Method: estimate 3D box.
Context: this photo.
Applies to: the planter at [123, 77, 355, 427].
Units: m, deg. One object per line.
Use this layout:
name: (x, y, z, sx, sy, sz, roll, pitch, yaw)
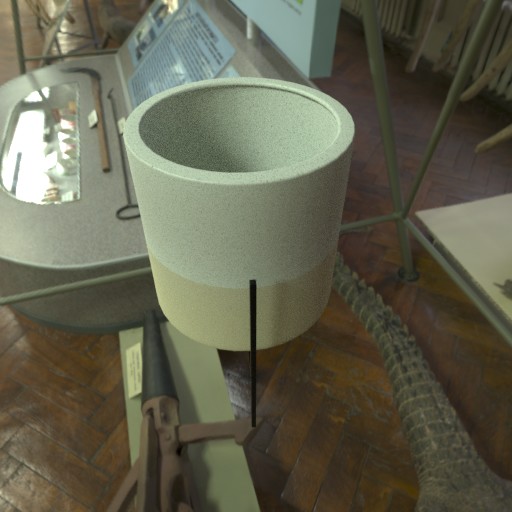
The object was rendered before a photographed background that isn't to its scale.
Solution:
planter: (0.000, 0.000, 0.570, 0.263, 0.362, 0.267, -12, 44, -12)
